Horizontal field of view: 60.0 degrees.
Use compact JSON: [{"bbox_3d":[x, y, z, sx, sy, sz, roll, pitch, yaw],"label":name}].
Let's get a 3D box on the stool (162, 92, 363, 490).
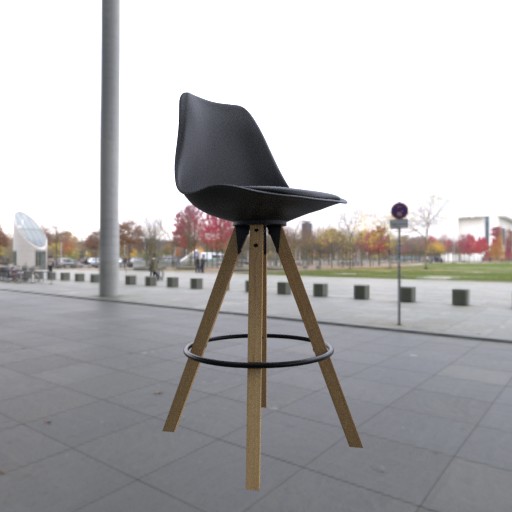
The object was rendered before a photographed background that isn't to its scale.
[{"bbox_3d":[0.000,0.000,1.373,0.485,1.115,0.550,0,0,-38],"label":"stool"}]
